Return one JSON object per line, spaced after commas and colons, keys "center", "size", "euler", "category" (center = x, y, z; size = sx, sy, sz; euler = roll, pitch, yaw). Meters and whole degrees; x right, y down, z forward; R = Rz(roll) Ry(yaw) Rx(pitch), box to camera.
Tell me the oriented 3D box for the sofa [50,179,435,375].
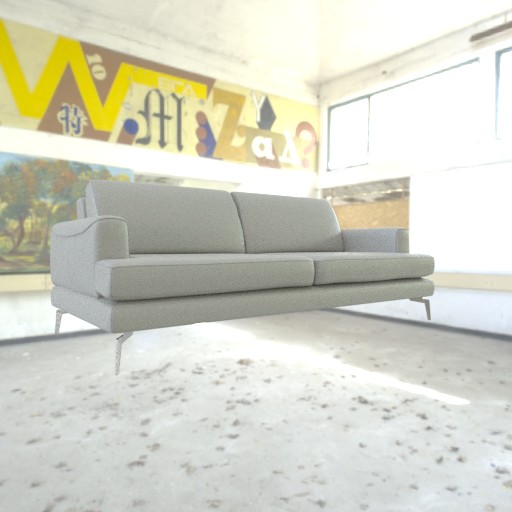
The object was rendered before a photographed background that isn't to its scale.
{"center": [0.000, 0.000, 2.425], "size": [1.940, 0.765, 0.974], "euler": [-1, 2, -37], "category": "sofa"}
